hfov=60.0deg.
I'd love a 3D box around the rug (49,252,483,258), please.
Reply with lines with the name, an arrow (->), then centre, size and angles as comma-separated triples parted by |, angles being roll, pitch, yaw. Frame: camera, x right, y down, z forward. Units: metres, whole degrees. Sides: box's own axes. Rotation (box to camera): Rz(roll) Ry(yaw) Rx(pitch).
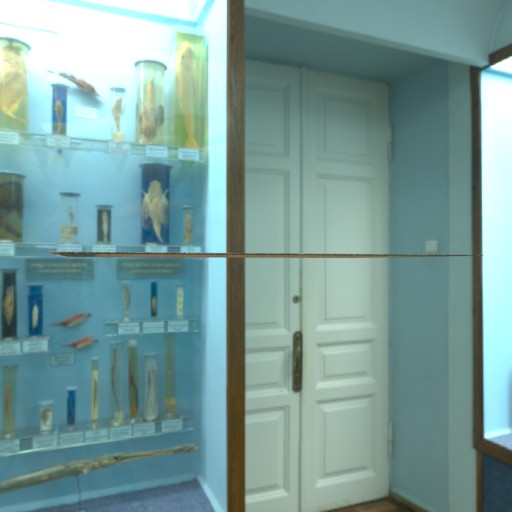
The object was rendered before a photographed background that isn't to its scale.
rug -> 0.000, 0.000, 2.994 | 2.435, 0.006, 1.521 | 0, -1, -20
